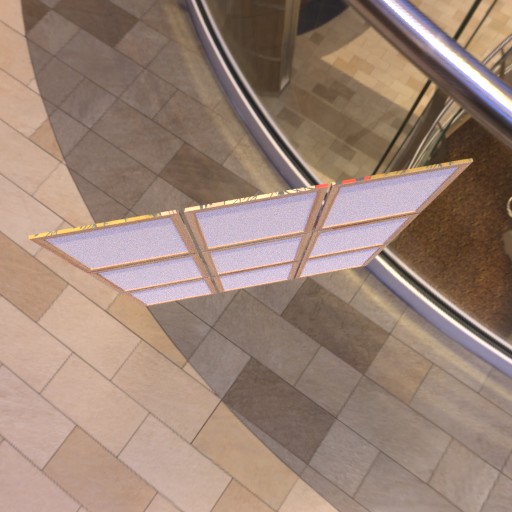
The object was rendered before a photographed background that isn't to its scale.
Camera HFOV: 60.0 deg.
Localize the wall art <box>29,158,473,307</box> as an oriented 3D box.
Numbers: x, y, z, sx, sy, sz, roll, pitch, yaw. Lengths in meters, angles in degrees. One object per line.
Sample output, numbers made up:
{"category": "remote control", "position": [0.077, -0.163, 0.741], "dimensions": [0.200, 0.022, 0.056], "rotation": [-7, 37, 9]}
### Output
{"category": "wall art", "position": [0.000, 0.000, 2.232], "dimensions": [1.519, 1.534, 0.013], "rotation": [-10, 75, -3]}
